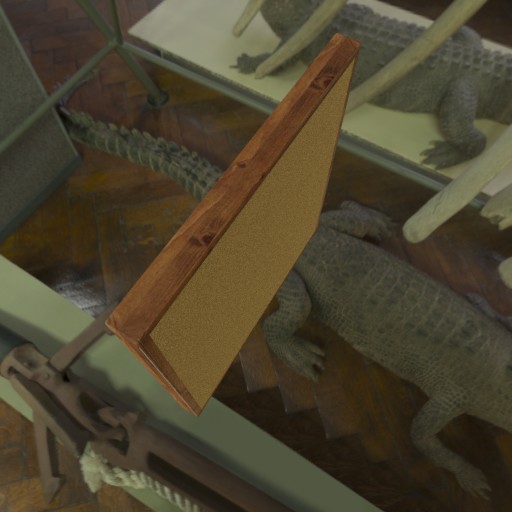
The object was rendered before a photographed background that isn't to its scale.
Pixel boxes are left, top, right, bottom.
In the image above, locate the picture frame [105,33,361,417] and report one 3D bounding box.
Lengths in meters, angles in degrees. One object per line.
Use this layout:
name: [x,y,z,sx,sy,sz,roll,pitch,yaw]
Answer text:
picture frame: [0.000,0.000,0.524,0.028,0.356,0.352,28,66,14]
